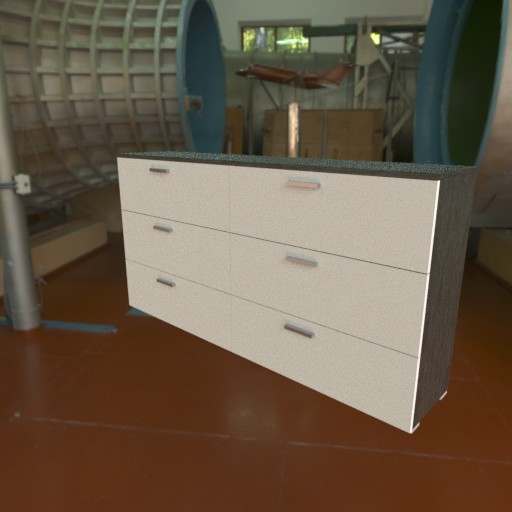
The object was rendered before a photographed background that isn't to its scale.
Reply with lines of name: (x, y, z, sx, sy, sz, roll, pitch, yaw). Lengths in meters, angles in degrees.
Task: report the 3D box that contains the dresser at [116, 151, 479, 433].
dresser: (0.000, 0.000, 1.840, 1.535, 0.790, 0.333, 14, 21, 40)
